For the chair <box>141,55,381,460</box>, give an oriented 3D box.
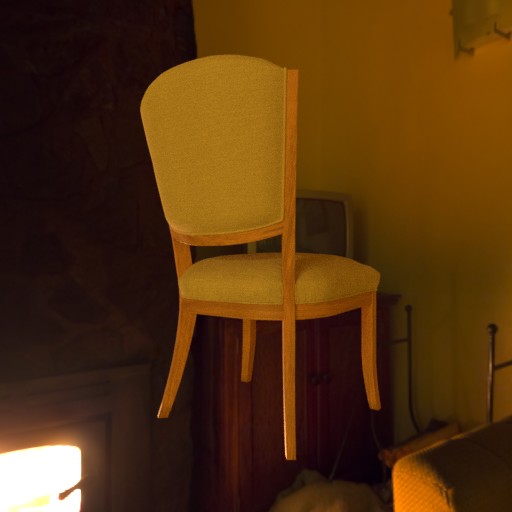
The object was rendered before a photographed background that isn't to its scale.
[{"bbox_3d":[0.000,0.000,1.248,0.513,0.905,0.584,0,0,37],"label":"chair"}]
